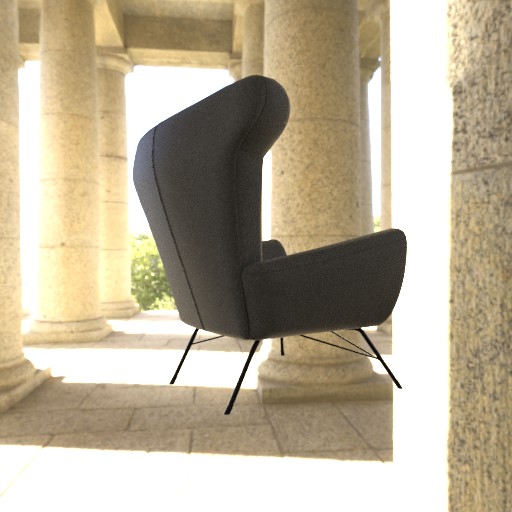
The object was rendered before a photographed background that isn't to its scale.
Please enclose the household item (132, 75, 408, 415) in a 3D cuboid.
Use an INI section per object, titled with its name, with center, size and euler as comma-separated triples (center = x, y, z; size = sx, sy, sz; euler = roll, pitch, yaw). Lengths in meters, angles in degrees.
[household item]
center = 0.000, 0.000, 1.803
size = 0.900, 1.050, 0.980
euler = 0, 0, -35
